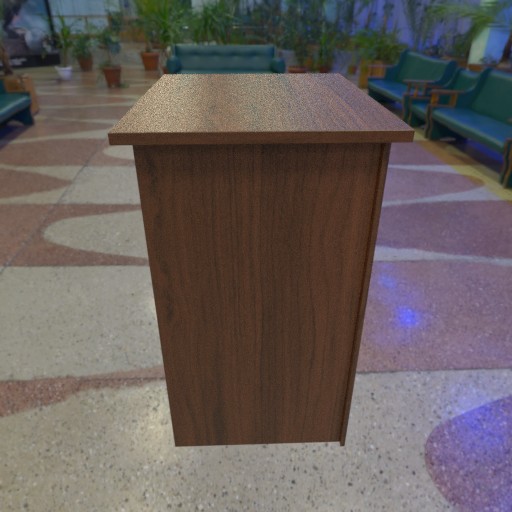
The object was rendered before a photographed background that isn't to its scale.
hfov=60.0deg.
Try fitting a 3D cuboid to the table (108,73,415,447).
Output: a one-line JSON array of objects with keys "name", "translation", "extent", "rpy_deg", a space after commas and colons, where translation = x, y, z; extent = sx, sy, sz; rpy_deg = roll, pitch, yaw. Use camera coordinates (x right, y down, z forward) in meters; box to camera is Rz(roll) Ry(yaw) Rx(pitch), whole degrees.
[{"name": "table", "translation": [0.000, 0.000, 0.915], "extent": [0.381, 0.636, 0.480], "rpy_deg": [-1, 30, -2]}]
